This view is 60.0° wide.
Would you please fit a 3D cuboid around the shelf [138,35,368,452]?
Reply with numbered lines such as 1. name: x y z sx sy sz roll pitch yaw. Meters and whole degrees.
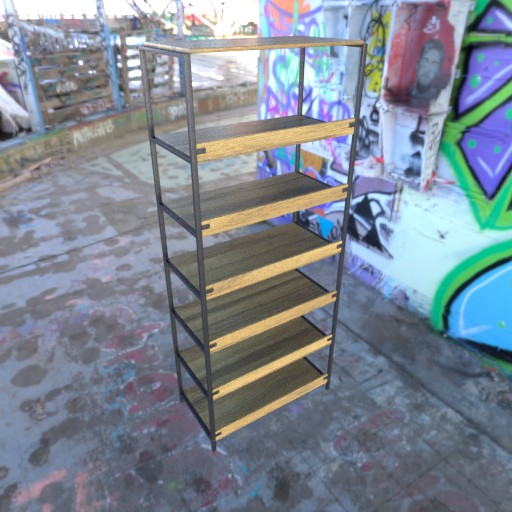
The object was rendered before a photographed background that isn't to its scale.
1. shelf: 0.000 0.000 2.306 0.847 2.015 0.431 -18 34 -29
